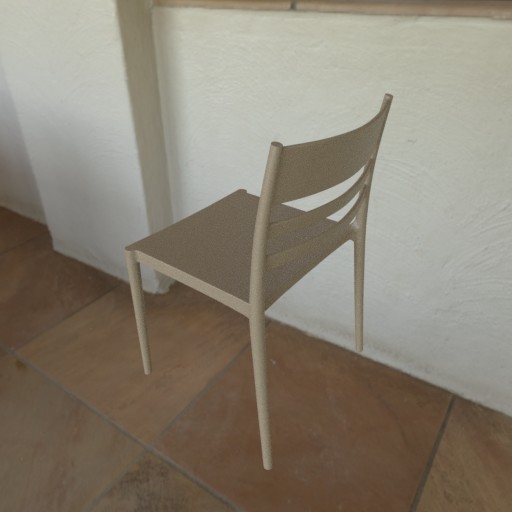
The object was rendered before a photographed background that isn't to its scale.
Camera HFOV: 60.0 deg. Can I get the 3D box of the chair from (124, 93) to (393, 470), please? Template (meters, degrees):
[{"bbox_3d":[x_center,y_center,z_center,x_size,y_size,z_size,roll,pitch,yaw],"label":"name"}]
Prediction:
[{"bbox_3d":[0.000,0.000,1.174,0.511,0.800,0.531,22,38,31],"label":"chair"}]
